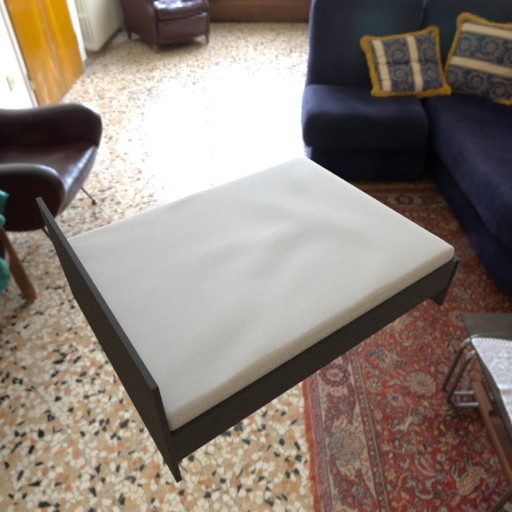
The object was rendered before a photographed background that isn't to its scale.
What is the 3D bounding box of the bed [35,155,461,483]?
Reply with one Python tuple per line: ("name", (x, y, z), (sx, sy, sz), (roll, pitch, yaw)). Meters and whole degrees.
("bed", (0.000, 0.000, 2.855), (2.073, 0.823, 1.585), (-25, 47, -26))
